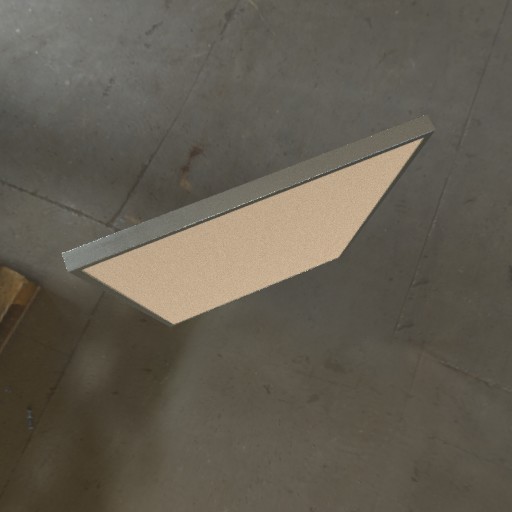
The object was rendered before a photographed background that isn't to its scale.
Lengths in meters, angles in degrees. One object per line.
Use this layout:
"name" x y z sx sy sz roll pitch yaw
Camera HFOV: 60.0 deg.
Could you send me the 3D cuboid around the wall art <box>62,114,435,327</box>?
"wall art" 0.000 0.000 1.413 0.803 1.062 0.041 -22 76 -6
